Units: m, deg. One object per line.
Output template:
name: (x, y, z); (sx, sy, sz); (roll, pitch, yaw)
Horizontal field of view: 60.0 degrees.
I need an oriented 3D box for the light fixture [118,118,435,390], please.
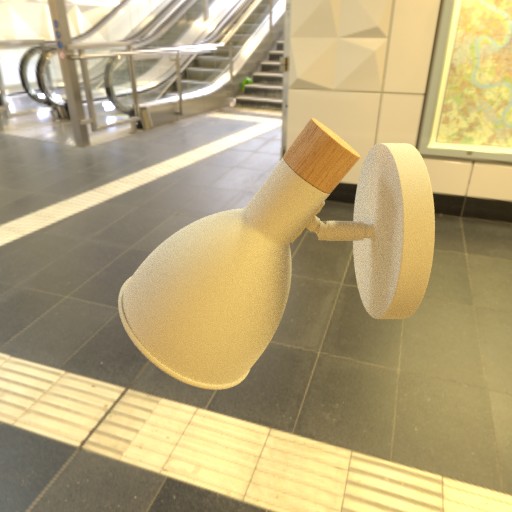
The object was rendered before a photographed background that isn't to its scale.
light fixture: (0.000, 0.000, 0.331); (0.209, 0.199, 0.127); (0, 28, 0)
